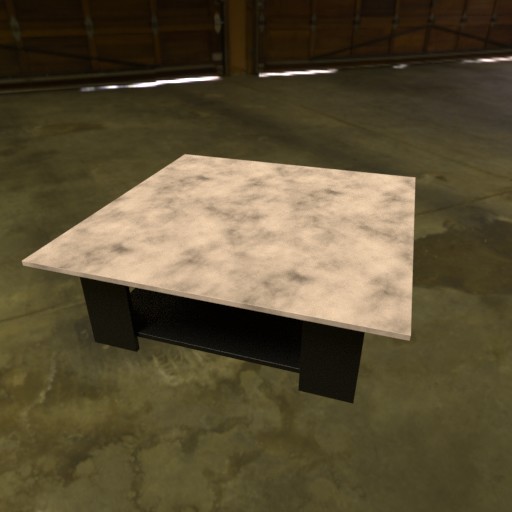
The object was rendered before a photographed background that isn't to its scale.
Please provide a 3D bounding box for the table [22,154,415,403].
[{"bbox_3d":[0.000,0.000,1.383,0.890,0.305,0.890,9,31,15],"label":"table"}]
